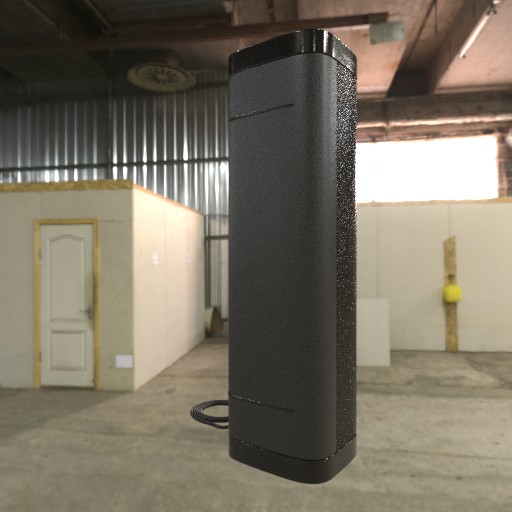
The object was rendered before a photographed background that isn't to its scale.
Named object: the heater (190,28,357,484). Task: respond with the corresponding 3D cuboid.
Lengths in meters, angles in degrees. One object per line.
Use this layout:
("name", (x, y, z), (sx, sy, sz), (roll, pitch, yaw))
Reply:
("heater", (0.000, 0.000, 0.682), (0.312, 0.552, 0.174), (0, 0, 37))
